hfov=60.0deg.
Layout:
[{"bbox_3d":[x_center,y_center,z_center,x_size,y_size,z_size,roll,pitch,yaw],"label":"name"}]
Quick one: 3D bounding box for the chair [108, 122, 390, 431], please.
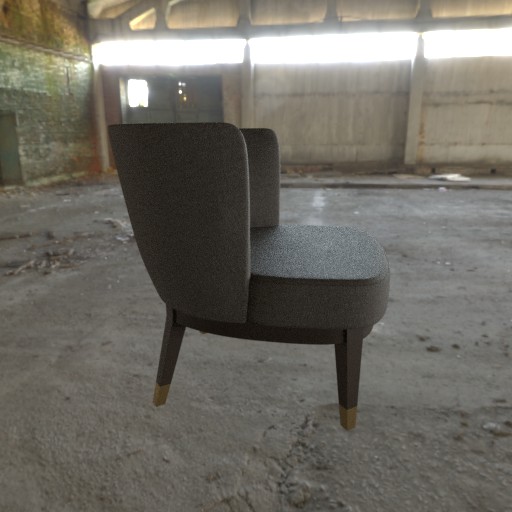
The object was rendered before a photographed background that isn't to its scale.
[{"bbox_3d":[0.000,0.000,1.233,0.698,0.695,0.639,2,15,9],"label":"chair"}]
